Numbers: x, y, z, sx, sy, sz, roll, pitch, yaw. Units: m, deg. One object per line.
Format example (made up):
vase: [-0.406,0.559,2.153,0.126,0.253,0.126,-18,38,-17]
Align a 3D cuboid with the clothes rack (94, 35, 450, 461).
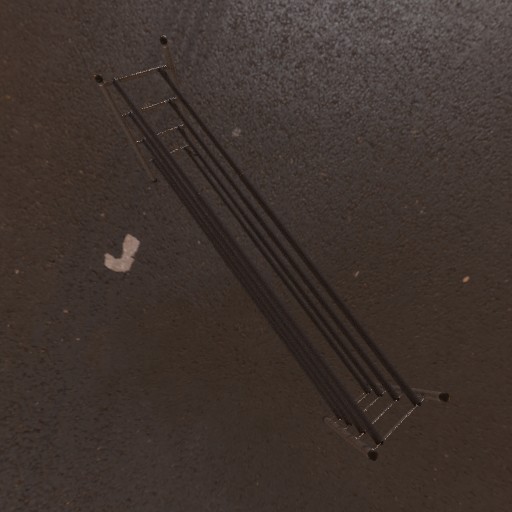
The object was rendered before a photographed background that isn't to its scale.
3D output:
clothes rack: [0.000,0.000,1.399,0.229,0.672,1.168,-35,79,-8]
